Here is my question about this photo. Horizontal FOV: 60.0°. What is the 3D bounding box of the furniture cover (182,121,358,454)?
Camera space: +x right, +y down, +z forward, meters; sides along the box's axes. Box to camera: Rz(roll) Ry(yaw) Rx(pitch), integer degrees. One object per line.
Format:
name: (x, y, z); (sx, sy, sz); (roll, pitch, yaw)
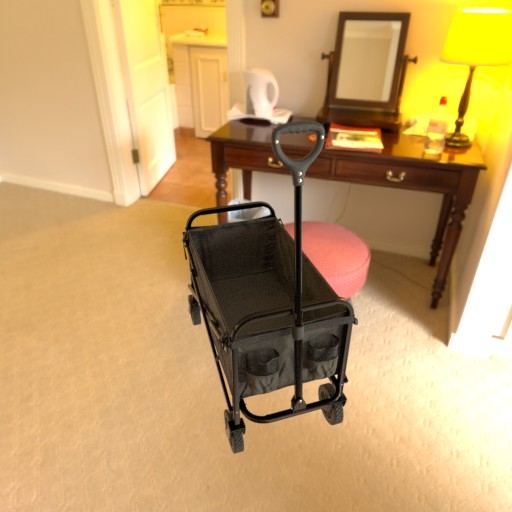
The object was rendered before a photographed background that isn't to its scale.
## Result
furniture cover: (0.000, 0.000, 1.836); (0.532, 1.295, 1.038); (-10, 33, -15)
